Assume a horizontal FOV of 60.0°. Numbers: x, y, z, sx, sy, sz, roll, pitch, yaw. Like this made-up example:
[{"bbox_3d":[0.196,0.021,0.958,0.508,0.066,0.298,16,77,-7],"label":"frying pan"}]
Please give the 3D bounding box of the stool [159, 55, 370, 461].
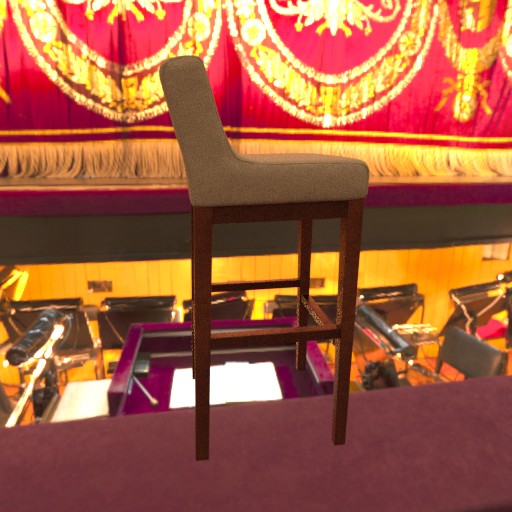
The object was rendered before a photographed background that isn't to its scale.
[{"bbox_3d":[0.000,0.000,1.330,0.500,1.037,0.511,-2,15,-9],"label":"stool"}]
